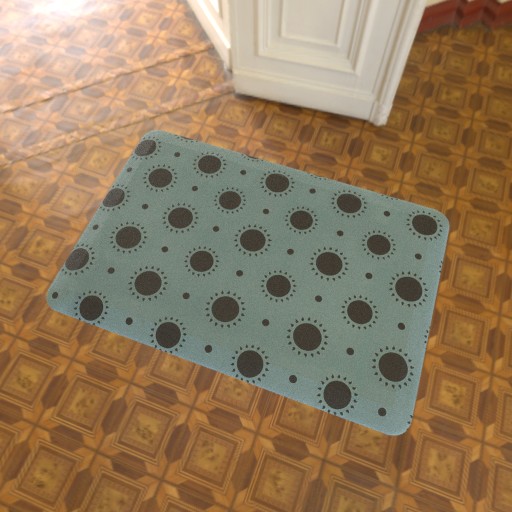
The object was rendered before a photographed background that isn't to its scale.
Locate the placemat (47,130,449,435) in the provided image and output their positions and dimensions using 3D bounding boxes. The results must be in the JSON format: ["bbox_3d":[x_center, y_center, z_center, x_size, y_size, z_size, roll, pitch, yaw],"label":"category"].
[{"bbox_3d":[0.000,0.000,0.952,0.762,0.021,0.508,18,65,9],"label":"placemat"}]
